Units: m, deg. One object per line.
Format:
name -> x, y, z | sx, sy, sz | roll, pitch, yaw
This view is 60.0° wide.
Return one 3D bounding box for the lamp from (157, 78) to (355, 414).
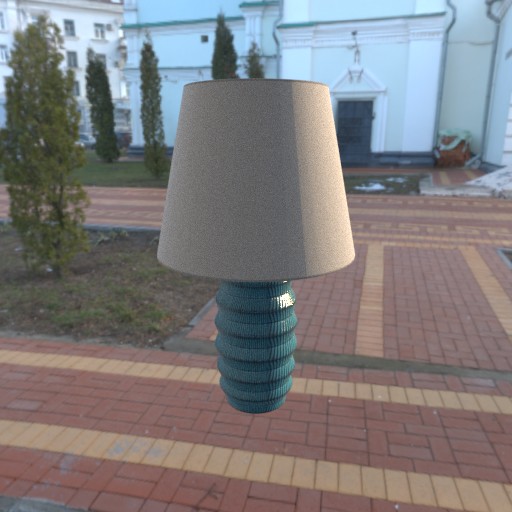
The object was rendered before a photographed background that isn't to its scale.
lamp -> 0.000, 0.000, 0.814 | 0.355, 0.582, 0.355 | 0, 15, 0
